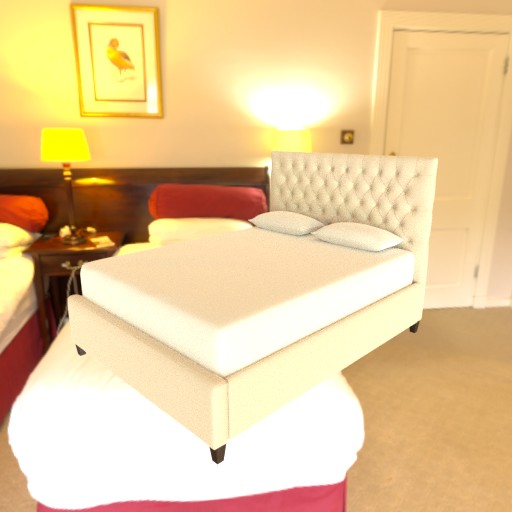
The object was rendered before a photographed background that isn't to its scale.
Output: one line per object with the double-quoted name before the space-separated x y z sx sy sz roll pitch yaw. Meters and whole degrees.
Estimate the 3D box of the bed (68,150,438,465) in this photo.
"bed" 0.000 0.000 3.326 2.233 1.426 1.696 -15 22 -43
